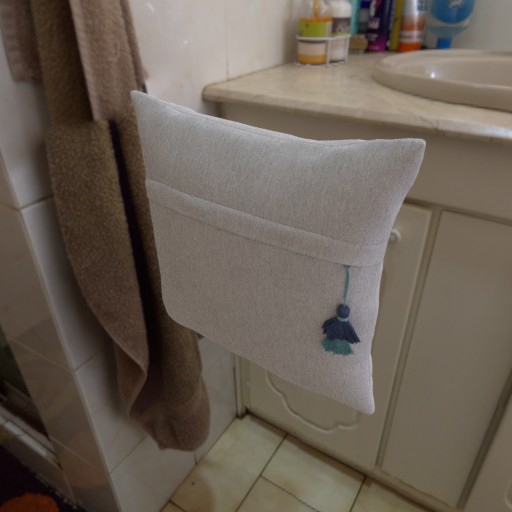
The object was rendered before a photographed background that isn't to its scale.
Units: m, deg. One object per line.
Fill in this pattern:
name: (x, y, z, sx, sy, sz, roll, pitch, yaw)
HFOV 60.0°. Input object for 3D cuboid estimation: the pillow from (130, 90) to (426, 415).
pillow: (0.000, 0.000, 0.674, 0.433, 0.436, 0.173, 20, 37, 29)
